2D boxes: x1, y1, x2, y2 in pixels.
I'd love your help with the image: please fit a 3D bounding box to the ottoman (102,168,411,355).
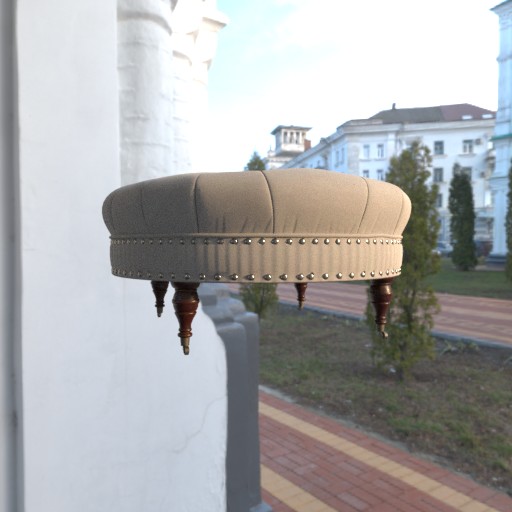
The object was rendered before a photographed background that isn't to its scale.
[{"bbox_3d":[0.000,0.000,1.360,0.901,0.439,0.901,0,2,0],"label":"ottoman"}]
